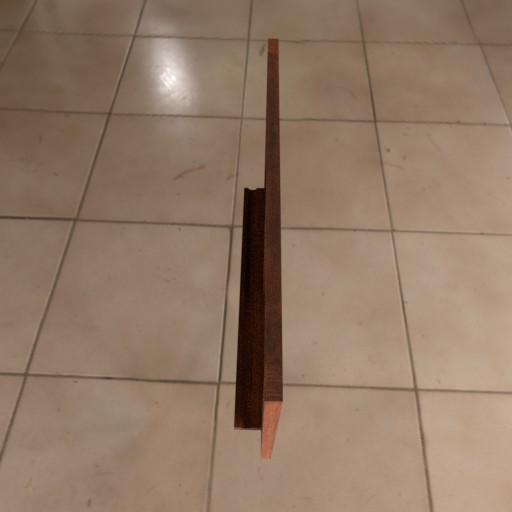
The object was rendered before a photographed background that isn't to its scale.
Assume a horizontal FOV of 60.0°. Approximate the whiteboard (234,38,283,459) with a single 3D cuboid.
[{"bbox_3d":[0.000,0.000,0.997,0.083,0.553,0.768,1,59,1],"label":"whiteboard"}]
